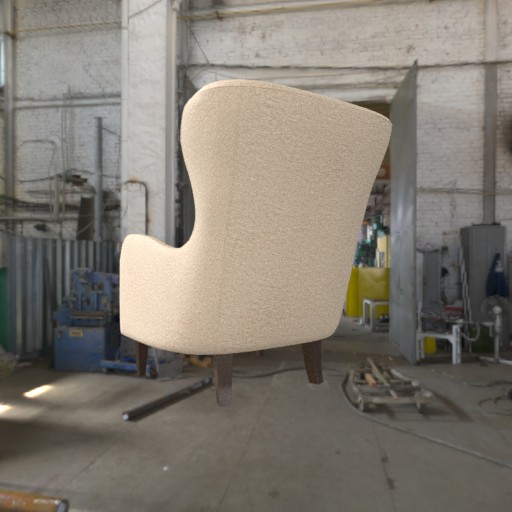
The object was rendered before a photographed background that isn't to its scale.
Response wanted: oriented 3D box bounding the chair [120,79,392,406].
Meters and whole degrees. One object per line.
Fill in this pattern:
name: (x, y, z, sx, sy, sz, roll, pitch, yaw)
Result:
chair: (0.000, 0.000, 1.825, 0.861, 1.064, 0.984, 0, 0, -36)
